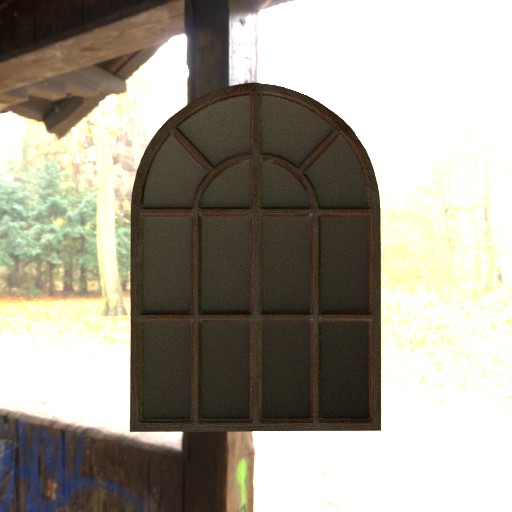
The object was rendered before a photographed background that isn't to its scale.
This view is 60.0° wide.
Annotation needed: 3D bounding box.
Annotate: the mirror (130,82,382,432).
[{"bbox_3d":[0.000,0.000,1.183,0.660,0.920,0.032,0,-1,0],"label":"mirror"}]
